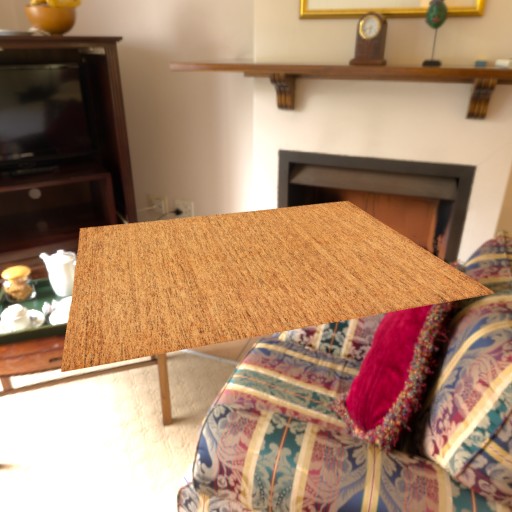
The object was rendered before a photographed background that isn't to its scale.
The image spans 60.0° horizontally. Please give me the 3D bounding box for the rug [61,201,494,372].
[{"bbox_3d":[0.000,0.000,4.134,3.200,0.012,2.438,-7,26,-16],"label":"rug"}]
